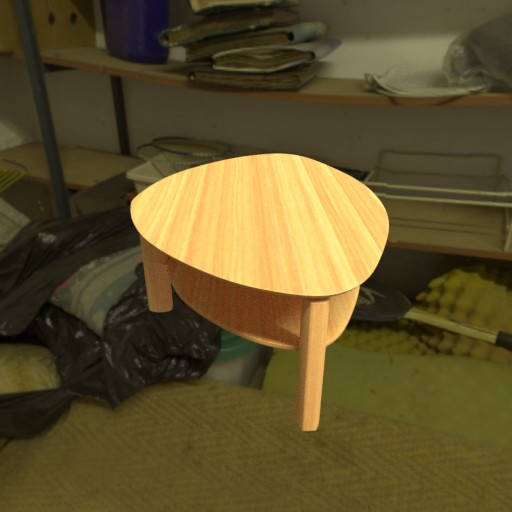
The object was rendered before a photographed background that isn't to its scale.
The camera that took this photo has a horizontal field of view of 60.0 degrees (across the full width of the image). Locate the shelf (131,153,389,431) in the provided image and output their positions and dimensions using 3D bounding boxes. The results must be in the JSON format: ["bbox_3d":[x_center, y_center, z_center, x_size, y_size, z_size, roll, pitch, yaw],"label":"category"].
[{"bbox_3d":[0.000,0.000,1.622,0.845,0.440,1.246,-1,27,-2],"label":"shelf"}]
